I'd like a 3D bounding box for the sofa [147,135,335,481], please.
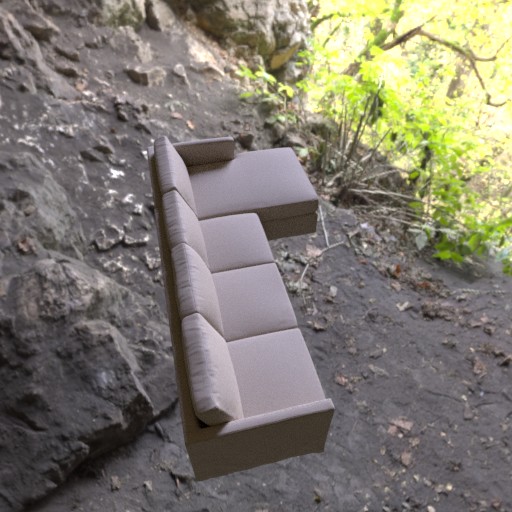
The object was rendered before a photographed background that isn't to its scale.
[{"bbox_3d":[0.000,0.000,3.919,1.622,0.871,3.206,-10,47,-9],"label":"sofa"}]
